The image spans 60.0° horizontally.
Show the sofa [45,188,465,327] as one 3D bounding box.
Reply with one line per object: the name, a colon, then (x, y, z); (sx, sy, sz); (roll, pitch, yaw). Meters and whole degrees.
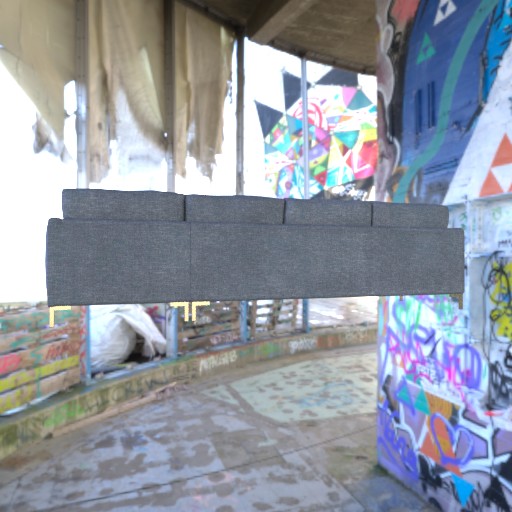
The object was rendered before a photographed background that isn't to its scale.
sofa: (0.000, 0.000, 3.522); (2.932, 0.810, 1.350); (0, 0, -18)
